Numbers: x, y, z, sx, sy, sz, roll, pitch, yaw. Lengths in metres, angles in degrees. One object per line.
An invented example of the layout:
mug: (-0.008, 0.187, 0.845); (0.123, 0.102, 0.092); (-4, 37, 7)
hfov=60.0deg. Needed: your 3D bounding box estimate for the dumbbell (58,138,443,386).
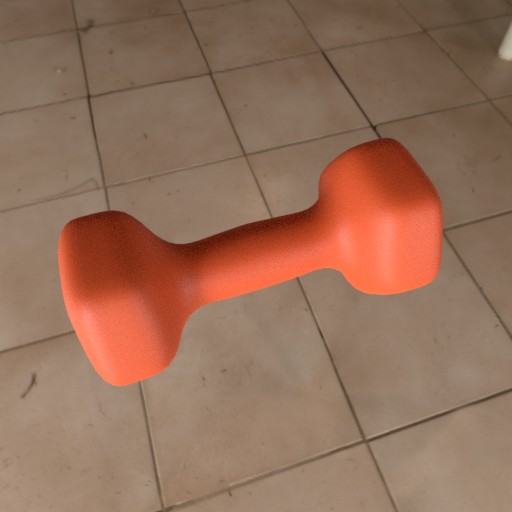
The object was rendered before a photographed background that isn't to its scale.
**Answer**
dumbbell: (0.000, 0.000, 0.204); (0.162, 0.071, 0.079); (-16, 59, -10)
